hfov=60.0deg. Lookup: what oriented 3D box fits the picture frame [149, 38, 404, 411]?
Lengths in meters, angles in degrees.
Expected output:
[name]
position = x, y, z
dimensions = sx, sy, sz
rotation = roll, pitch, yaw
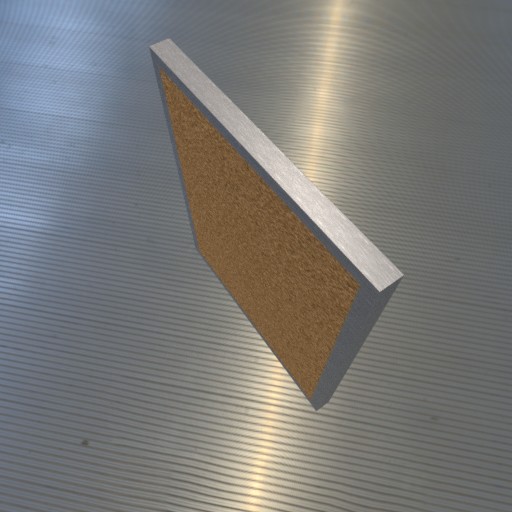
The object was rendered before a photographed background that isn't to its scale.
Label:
[picture frame]
position = 0.000, 0.000, 0.532
dimensions = 0.027, 0.378, 0.327
rotation = -31, 64, -17
